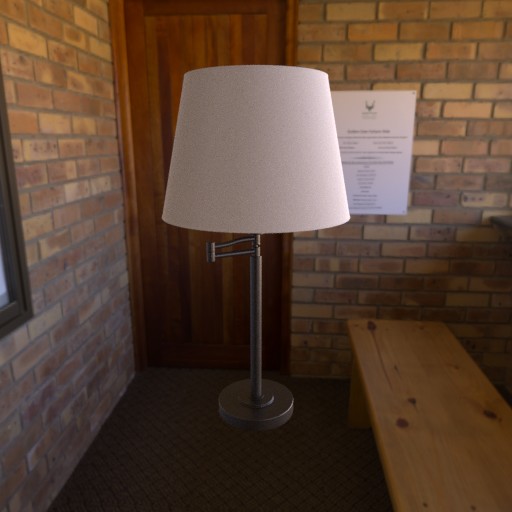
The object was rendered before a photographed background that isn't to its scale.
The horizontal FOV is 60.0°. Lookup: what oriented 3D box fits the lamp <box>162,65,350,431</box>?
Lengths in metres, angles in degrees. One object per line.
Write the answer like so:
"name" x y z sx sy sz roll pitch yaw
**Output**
"lamp" 0.000 0.000 0.894 0.363 0.696 0.363 0 15 0
